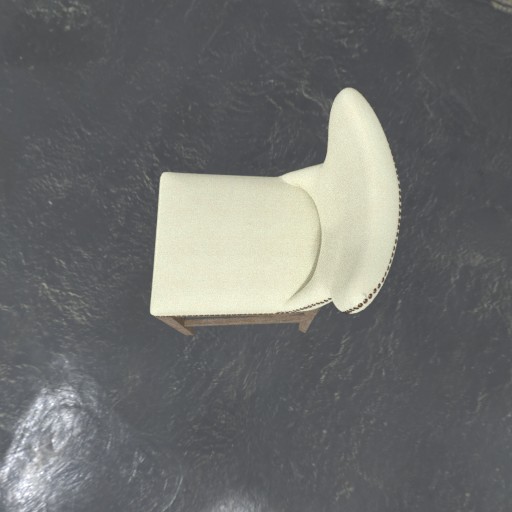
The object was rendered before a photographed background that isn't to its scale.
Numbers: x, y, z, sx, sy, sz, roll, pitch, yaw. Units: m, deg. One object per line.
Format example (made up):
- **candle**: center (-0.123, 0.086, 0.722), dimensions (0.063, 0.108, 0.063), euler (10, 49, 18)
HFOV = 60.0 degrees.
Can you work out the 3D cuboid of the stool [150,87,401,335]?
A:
- **stool**: center (0.000, 0.000, 1.432), dimensions (0.606, 1.123, 0.494), euler (1, 75, 0)
